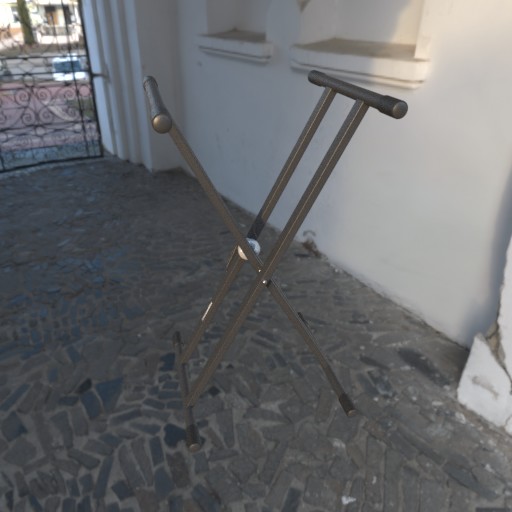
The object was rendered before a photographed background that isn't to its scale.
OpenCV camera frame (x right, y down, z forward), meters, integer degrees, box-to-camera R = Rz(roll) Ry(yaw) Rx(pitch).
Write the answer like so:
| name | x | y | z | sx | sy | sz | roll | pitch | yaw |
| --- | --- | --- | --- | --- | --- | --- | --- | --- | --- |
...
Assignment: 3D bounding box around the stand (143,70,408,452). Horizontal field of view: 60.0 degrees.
| name | x | y | z | sx | sy | sz | roll | pitch | yaw |
| --- | --- | --- | --- | --- | --- | --- | --- | --- | --- |
| stand | 0.000 | 0.000 | 1.244 | 0.503 | 0.900 | 0.495 | -7 | 30 | -12 |
